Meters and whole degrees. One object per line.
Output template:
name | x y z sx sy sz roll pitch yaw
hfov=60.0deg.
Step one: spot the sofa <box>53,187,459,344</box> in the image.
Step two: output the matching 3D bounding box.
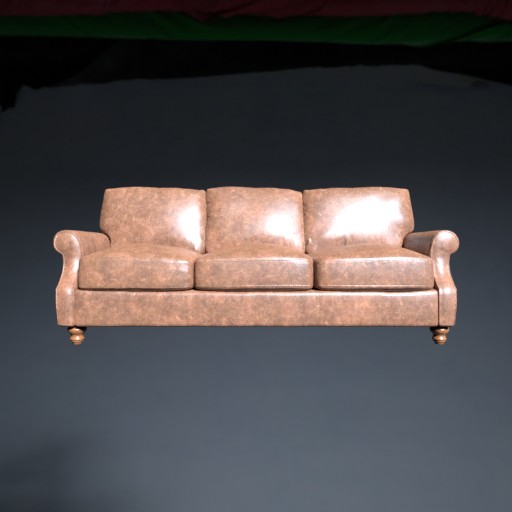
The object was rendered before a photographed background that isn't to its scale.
sofa | 0.000 0.000 2.880 2.351 0.977 0.973 0 1 0
